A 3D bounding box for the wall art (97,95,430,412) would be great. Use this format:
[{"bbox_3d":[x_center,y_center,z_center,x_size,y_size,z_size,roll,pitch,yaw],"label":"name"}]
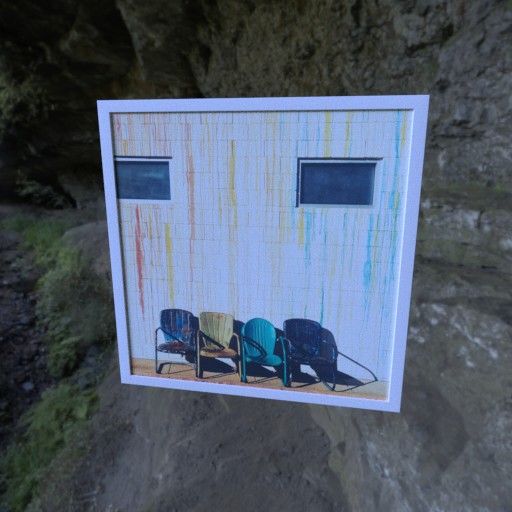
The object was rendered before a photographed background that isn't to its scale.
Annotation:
[{"bbox_3d":[0.000,0.000,0.456,0.305,0.305,0.038,3,15,10],"label":"wall art"}]
